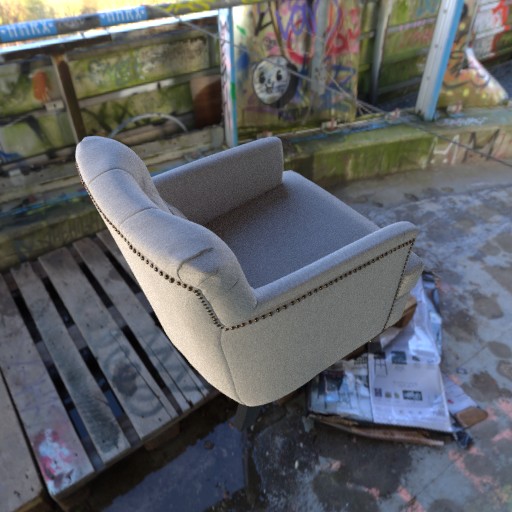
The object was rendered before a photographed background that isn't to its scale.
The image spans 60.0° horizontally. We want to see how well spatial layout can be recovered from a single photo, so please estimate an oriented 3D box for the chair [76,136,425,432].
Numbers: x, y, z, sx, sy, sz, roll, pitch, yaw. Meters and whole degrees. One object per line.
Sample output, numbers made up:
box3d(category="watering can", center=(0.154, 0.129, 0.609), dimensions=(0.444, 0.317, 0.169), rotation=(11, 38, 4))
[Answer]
box3d(category="chair", center=(0.000, 0.000, 1.498), dimensions=(0.902, 0.823, 0.737), rotation=(-25, 47, -25))
